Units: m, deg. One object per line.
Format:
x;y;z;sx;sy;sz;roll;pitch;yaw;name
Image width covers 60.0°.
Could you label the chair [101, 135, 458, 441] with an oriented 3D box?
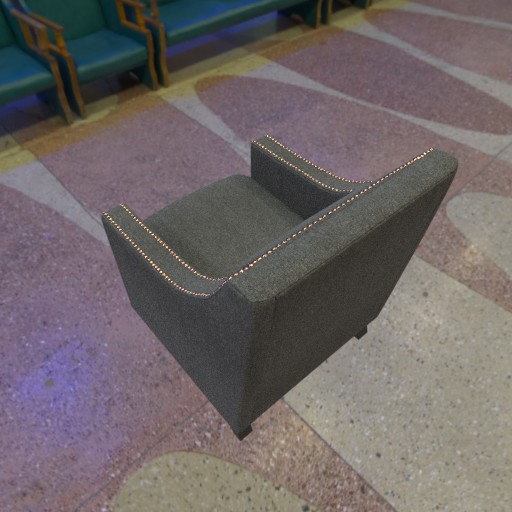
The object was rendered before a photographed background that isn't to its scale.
0.000;0.000;1.622;0.776;0.967;0.884;-32;55;-26;chair
